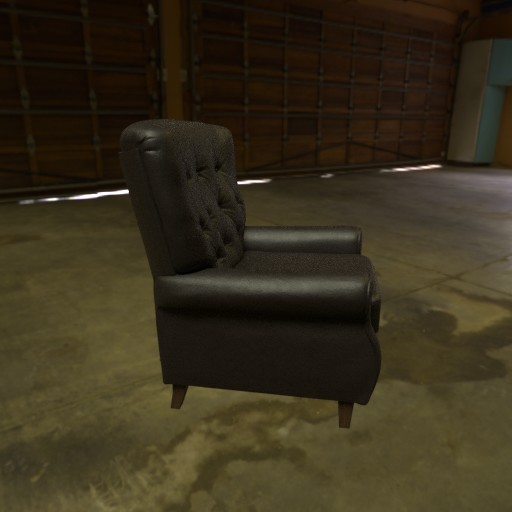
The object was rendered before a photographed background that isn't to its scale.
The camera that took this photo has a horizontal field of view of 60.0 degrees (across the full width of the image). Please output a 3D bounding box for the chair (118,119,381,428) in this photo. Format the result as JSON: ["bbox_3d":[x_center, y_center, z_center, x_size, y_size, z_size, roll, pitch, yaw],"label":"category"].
[{"bbox_3d":[0.000,0.000,1.962,1.058,1.158,0.948,3,17,10],"label":"chair"}]
